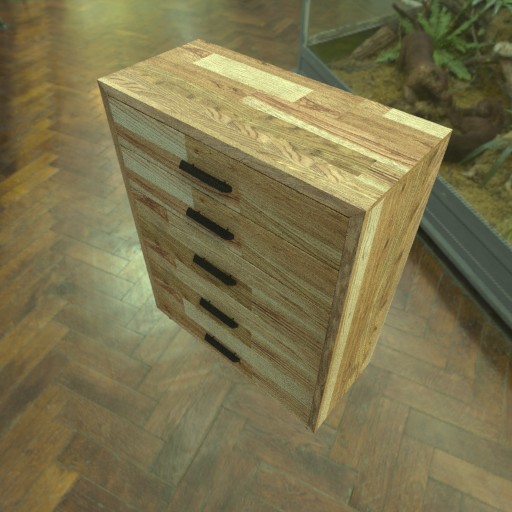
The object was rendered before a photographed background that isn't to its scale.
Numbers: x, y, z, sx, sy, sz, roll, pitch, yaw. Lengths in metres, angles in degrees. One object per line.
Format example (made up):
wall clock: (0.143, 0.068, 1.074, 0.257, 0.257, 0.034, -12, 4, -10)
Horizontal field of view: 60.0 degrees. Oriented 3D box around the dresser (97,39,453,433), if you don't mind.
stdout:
dresser: (0.000, 0.000, 1.714, 0.966, 1.243, 0.480, 32, 54, 27)
